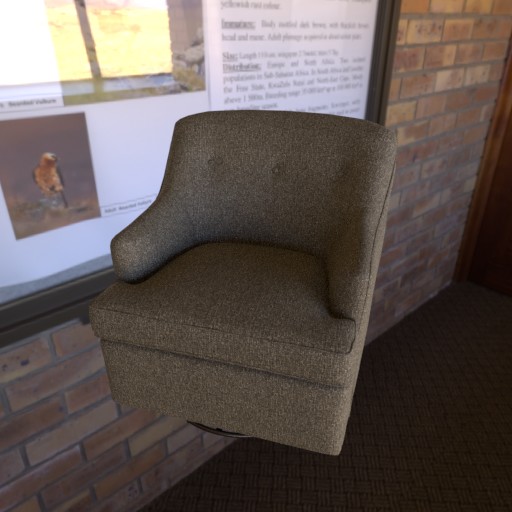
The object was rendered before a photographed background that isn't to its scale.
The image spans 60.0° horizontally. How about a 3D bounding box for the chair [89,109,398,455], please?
[{"bbox_3d":[0.000,0.000,1.568,0.864,0.856,0.923,8,29,15],"label":"chair"}]
